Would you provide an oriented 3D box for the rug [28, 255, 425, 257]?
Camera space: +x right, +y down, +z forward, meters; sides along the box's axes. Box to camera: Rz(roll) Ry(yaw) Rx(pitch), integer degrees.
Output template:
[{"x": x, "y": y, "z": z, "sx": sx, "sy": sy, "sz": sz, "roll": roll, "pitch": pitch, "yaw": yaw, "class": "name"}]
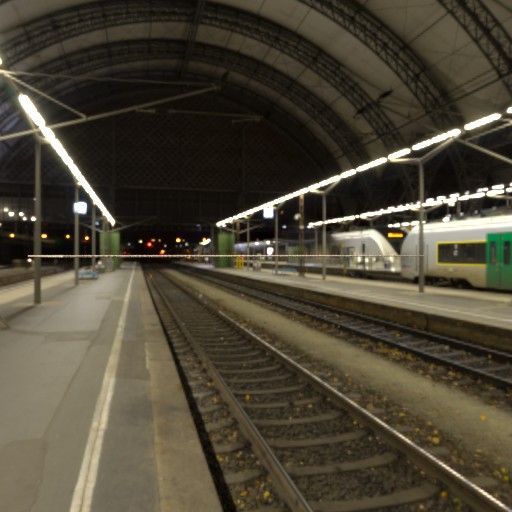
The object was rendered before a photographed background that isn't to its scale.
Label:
[{"x": 0.000, "y": 0.000, "z": 2.756, "sx": 2.432, "sy": 0.008, "sz": 0.766, "roll": 0, "pitch": 0, "yaw": -36, "class": "rug"}]
